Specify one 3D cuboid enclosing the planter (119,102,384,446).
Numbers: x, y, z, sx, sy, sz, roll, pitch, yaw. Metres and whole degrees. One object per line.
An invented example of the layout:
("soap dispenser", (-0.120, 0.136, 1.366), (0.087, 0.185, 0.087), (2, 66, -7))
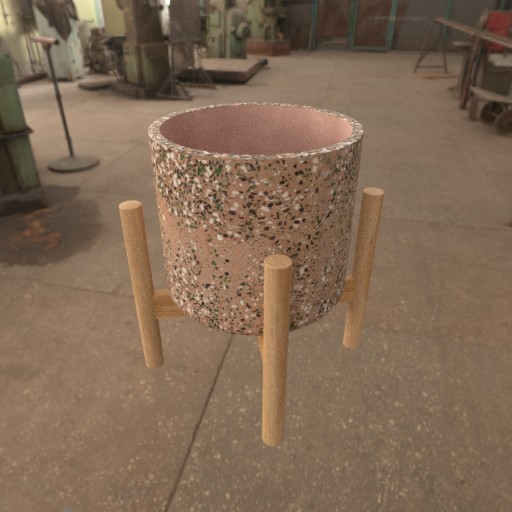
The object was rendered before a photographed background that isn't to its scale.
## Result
("planter", (0.000, 0.000, 0.547), (0.284, 0.320, 0.284), (8, 32, 12))
